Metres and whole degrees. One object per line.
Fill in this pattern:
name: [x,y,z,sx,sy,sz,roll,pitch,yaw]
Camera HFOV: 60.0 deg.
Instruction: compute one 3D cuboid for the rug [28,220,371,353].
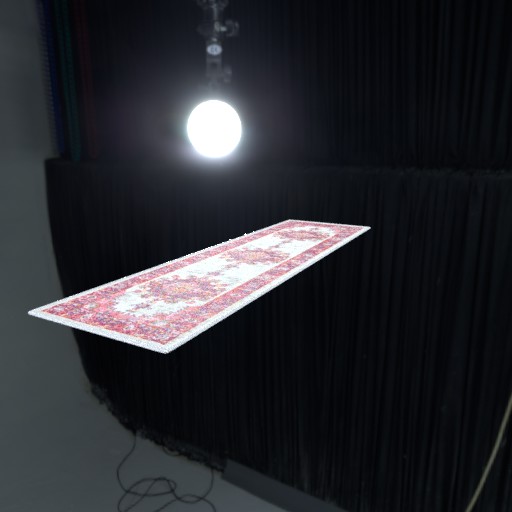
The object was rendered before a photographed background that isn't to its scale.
rug: [0.000,0.000,2.451,0.666,0.011,2.294,8,16,28]
